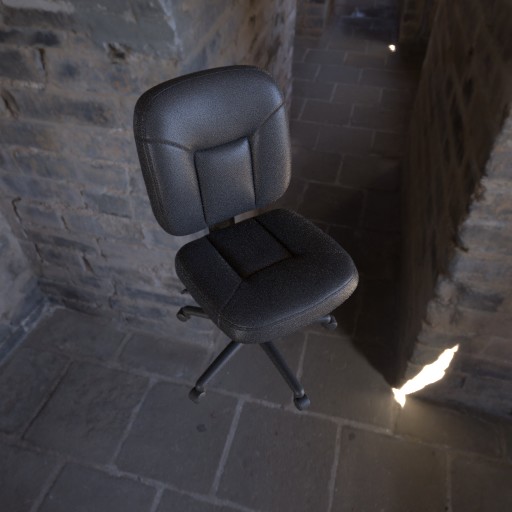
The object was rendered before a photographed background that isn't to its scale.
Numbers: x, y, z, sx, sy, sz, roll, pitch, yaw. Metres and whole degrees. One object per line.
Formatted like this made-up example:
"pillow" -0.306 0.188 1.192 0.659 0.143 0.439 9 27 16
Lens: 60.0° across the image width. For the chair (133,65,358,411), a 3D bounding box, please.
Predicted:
"chair" 0.000 0.000 1.390 0.647 0.959 0.646 -24 49 -22
